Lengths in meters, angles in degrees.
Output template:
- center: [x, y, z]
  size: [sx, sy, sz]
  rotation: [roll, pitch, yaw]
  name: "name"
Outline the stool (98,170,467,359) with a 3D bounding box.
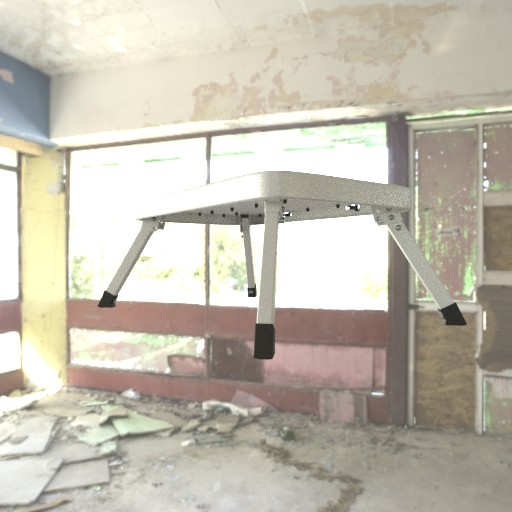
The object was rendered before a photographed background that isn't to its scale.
- center: [0.000, 0.000, 0.636]
  size: [0.320, 0.170, 0.460]
  rotation: [0, 0, -36]
  name: "stool"
